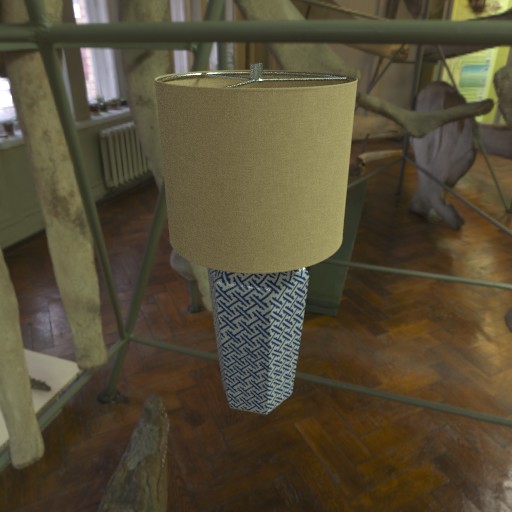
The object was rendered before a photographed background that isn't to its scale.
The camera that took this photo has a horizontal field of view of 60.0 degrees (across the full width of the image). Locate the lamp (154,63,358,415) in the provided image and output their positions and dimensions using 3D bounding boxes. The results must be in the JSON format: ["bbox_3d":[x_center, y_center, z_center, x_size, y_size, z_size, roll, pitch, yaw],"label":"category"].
[{"bbox_3d":[0.000,0.000,0.855,0.320,0.682,0.320,9,28,17],"label":"lamp"}]
